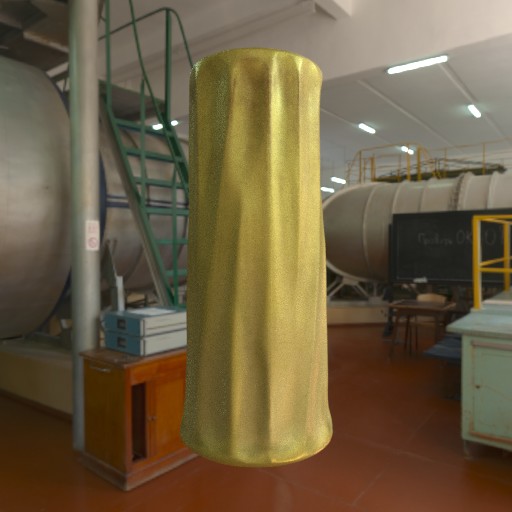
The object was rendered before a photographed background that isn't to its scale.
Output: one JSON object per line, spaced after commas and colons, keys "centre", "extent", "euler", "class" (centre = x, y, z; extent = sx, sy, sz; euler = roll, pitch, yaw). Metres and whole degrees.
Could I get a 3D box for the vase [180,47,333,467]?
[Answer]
{"centre": [0.000, 0.000, 0.177], "extent": [0.061, 0.143, 0.061], "euler": [0, 2, 0], "class": "vase"}
